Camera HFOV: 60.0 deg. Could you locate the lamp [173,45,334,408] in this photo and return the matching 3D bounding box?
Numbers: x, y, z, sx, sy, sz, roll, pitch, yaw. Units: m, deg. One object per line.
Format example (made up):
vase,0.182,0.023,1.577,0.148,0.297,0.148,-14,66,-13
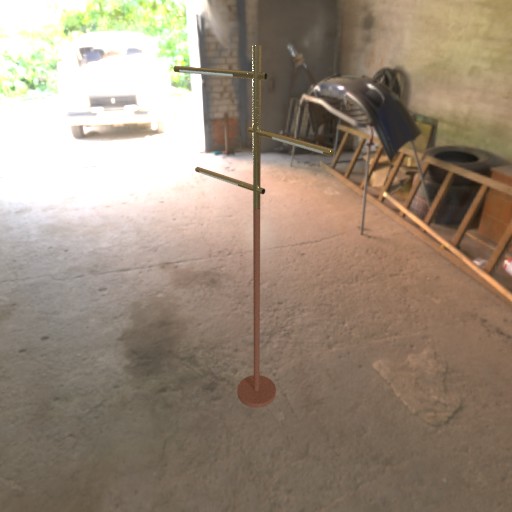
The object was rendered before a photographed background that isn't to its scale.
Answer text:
lamp,0.000,0.000,1.979,0.737,1.704,0.209,19,35,30
